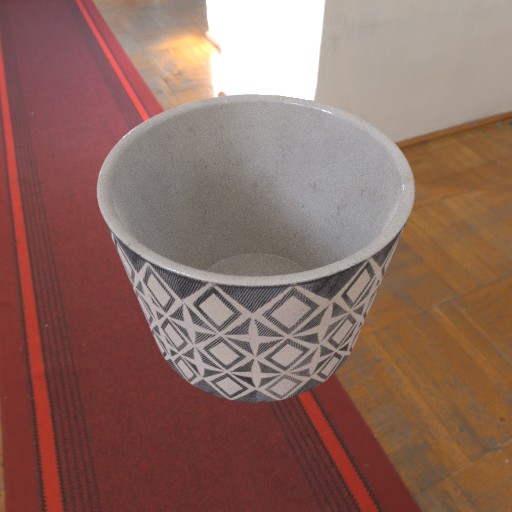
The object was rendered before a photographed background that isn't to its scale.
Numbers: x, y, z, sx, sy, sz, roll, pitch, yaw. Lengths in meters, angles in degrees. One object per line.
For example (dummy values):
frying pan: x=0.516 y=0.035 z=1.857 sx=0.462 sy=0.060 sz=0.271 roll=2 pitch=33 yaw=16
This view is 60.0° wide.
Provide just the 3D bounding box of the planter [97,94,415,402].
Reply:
planter: x=0.000 y=0.000 z=0.452 sx=0.260 sy=0.220 sz=0.260 roll=0 pitch=46 yaw=0
